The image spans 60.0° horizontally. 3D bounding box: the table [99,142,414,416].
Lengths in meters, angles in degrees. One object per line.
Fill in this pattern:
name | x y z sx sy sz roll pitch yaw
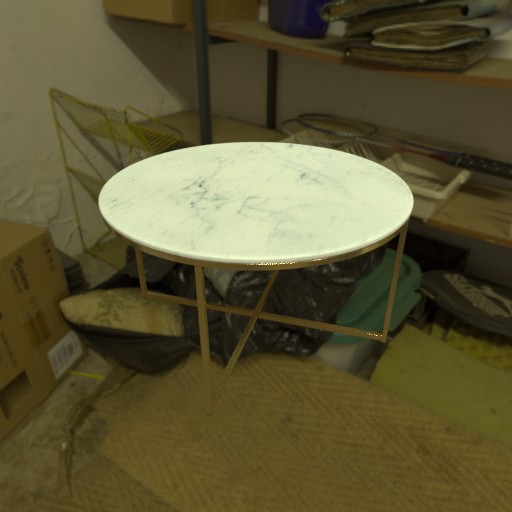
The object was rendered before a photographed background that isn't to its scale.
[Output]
table | 0.000 0.000 1.286 0.800 0.450 0.800 0 30 0
